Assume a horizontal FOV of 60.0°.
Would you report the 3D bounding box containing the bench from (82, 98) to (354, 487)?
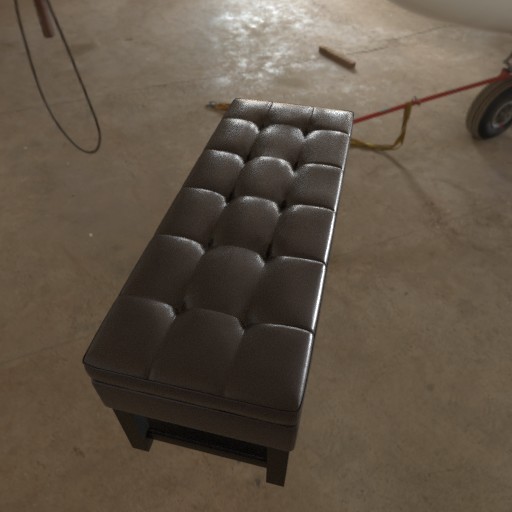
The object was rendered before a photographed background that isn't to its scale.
[{"bbox_3d":[0.000,0.000,1.321,0.432,0.460,1.105,10,47,9],"label":"bench"}]
